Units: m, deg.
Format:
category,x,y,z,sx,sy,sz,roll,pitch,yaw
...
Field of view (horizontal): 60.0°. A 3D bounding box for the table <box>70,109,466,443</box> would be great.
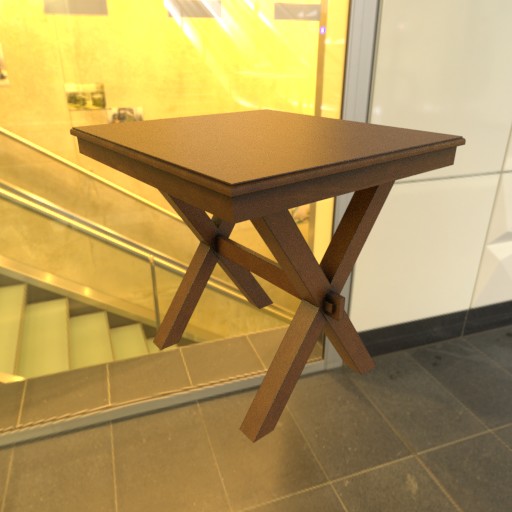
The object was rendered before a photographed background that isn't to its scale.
category,x,y,z,sx,sy,sz,roll,pitch,yaw
table,0.000,0.000,1.027,0.560,0.562,0.602,-18,30,-35
